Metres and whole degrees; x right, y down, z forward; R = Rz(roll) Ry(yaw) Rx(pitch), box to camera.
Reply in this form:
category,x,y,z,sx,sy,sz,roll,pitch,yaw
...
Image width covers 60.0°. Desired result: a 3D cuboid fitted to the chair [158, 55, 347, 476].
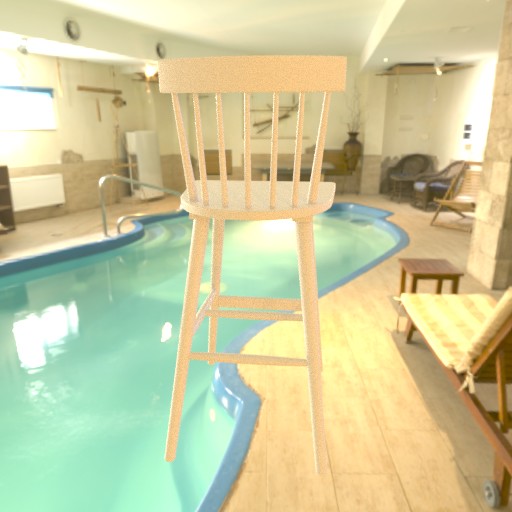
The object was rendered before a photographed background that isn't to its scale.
category,x,y,z,sx,sy,sz,roll,pitch,yaw
chair,0.000,0.000,1.367,0.483,1.092,0.572,2,16,7
